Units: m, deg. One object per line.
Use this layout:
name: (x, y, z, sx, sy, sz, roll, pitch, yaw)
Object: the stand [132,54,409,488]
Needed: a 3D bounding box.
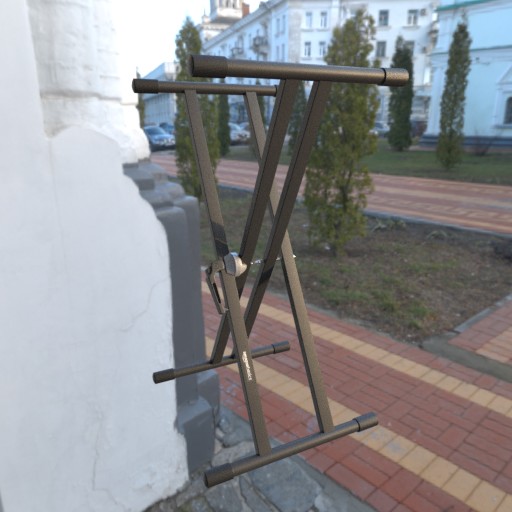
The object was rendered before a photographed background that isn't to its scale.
stand: (0.000, 0.000, 1.180, 0.495, 0.900, 0.503, -8, 18, -25)
